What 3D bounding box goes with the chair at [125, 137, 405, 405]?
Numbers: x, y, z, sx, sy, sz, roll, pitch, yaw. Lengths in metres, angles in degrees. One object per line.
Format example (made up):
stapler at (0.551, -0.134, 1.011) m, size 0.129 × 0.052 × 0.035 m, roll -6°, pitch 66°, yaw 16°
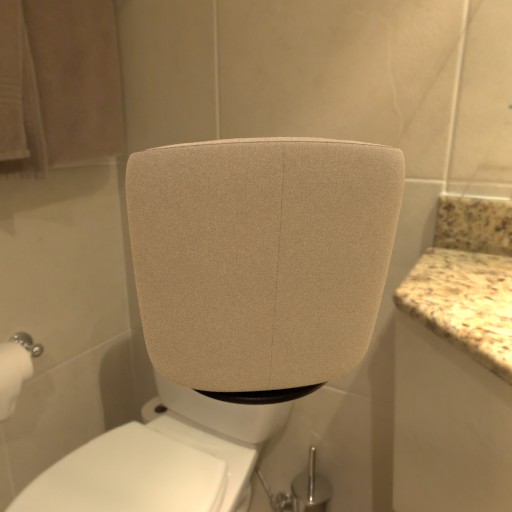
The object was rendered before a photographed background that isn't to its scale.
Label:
chair at (0.000, 0.000, 1.624) m, size 0.822 × 0.861 × 0.986 m, roll -2°, pitch 16°, yaw -7°
